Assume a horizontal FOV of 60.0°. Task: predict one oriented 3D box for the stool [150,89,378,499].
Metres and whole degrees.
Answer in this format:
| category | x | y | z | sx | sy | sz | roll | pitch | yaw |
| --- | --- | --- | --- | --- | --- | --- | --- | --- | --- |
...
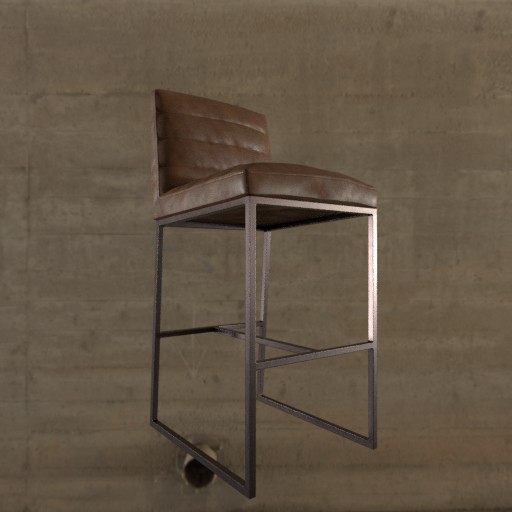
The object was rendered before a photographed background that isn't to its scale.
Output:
| category | x | y | z | sx | sy | sz | roll | pitch | yaw |
| --- | --- | --- | --- | --- | --- | --- | --- | --- | --- |
| stool | 0.000 | 0.000 | 1.315 | 0.463 | 1.065 | 0.562 | 0 | 0 | -37 |
